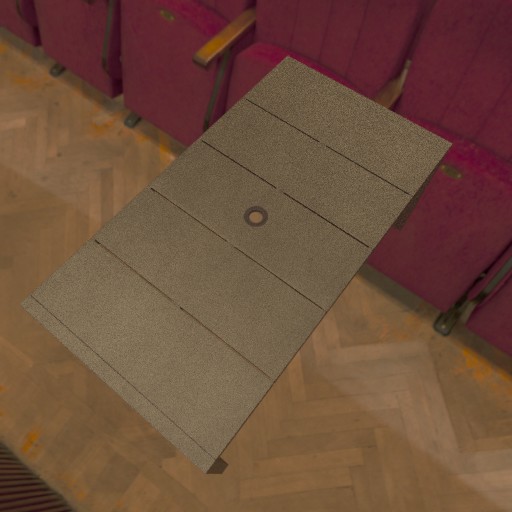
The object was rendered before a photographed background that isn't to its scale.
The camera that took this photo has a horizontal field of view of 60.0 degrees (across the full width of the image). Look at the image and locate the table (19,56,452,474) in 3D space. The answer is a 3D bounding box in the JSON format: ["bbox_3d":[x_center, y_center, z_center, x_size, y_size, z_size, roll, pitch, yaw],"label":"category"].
[{"bbox_3d":[0.000,0.000,2.134,0.914,0.735,1.680,35,69,16],"label":"table"}]
